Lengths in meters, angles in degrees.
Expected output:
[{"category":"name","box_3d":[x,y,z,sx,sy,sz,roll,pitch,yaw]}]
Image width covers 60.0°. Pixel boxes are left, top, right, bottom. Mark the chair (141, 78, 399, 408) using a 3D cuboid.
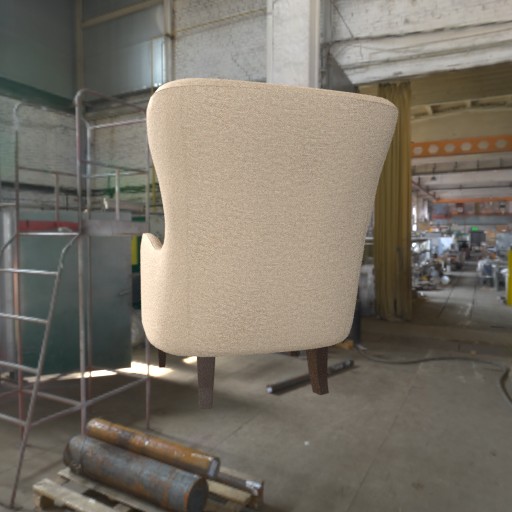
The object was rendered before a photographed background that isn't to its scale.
[{"category":"chair","box_3d":[0.000,0.000,1.752,0.861,1.064,0.984,-1,3,-18]}]
